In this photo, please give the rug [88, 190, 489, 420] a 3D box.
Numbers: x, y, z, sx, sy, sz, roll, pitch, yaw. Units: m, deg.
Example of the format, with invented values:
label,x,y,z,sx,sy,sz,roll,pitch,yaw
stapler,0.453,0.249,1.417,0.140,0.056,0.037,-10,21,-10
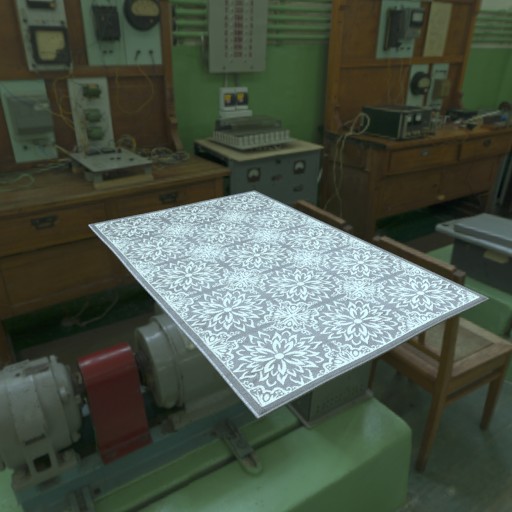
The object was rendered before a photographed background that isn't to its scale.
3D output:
label,x,y,z,sx,sy,sz,roll,pitch,yaw
rug,0.000,0.000,3.447,1.819,0.018,2.746,-16,31,-30
